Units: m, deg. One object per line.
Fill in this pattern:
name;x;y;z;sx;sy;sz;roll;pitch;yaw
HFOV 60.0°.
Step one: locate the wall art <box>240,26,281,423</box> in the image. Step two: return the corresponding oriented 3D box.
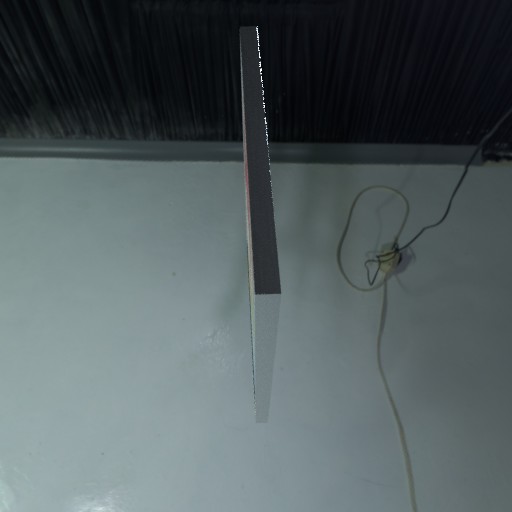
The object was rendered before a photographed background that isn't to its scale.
wall art;0.000;0.000;0.778;0.025;0.569;0.444;-2;58;-2
